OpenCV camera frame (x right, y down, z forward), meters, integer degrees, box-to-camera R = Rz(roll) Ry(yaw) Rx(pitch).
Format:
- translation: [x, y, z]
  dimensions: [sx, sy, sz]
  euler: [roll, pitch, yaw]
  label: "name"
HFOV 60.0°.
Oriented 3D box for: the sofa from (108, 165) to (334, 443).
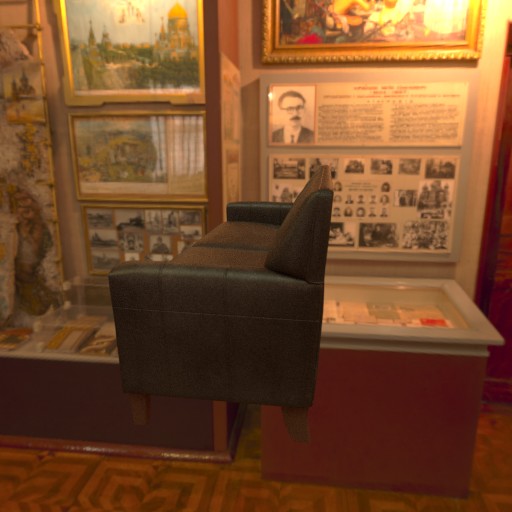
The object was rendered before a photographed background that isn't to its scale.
- translation: [0.000, 0.000, 2.509]
  dimensions: [0.805, 0.947, 2.053]
  euler: [2, 14, 9]
  label: "sofa"
